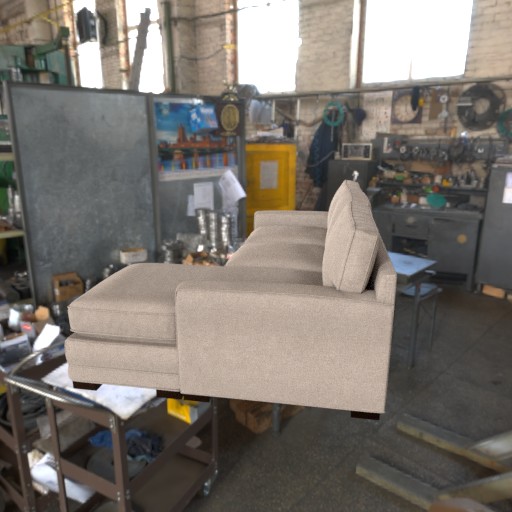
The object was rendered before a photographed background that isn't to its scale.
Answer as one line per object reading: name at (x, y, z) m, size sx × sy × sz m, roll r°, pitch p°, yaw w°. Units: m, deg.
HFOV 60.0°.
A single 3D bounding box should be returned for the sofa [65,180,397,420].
sofa at (0.000, 0.000, 2.910) m, size 1.496 × 0.861 × 2.087 m, roll 3°, pitch 16°, yaw 10°
